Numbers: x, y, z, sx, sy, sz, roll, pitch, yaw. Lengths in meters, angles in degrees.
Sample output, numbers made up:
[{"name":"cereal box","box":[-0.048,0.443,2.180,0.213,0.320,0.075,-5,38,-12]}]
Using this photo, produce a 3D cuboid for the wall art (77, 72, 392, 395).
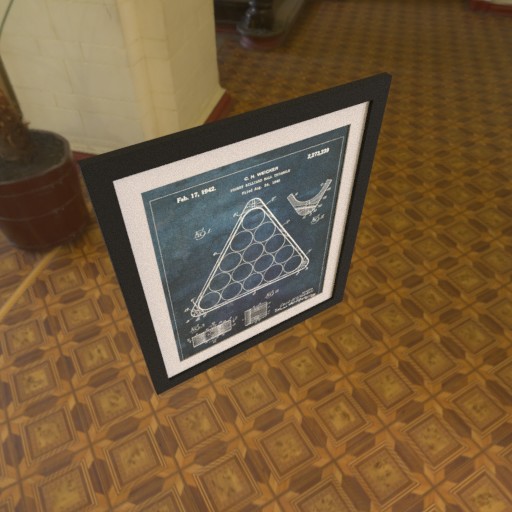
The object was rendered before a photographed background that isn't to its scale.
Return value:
[{"name":"wall art","box":[0.000,0.000,0.519,0.311,0.361,0.010,-23,50,-21]}]
